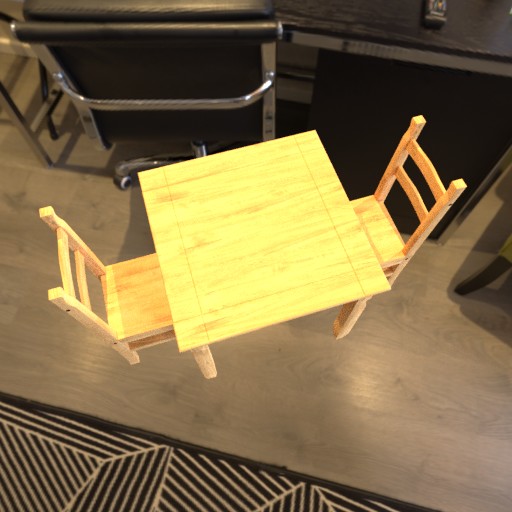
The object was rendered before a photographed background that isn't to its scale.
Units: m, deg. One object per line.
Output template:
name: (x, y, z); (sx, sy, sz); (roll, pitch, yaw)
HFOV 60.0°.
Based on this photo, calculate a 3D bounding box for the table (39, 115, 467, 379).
table: (0.000, 0.000, 2.018); (1.501, 0.942, 0.813); (-15, 64, -8)
